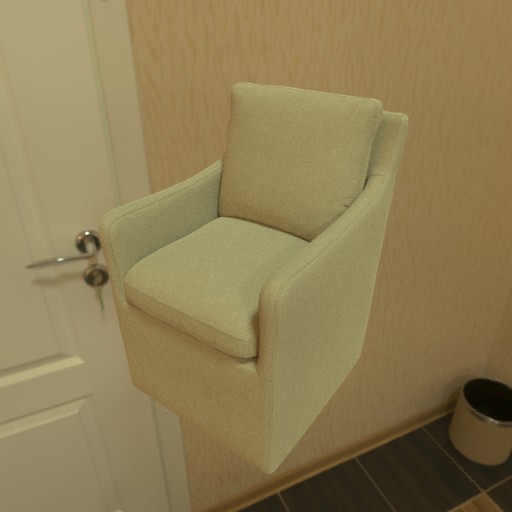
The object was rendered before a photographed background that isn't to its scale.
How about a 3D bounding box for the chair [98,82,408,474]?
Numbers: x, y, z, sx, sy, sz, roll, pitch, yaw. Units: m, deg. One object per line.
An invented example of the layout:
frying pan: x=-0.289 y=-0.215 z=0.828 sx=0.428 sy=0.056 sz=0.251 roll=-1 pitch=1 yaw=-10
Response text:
chair: x=0.000 y=0.000 z=1.360 sx=0.626 sy=0.914 sz=0.694 roll=20 pitch=36 yaw=30
